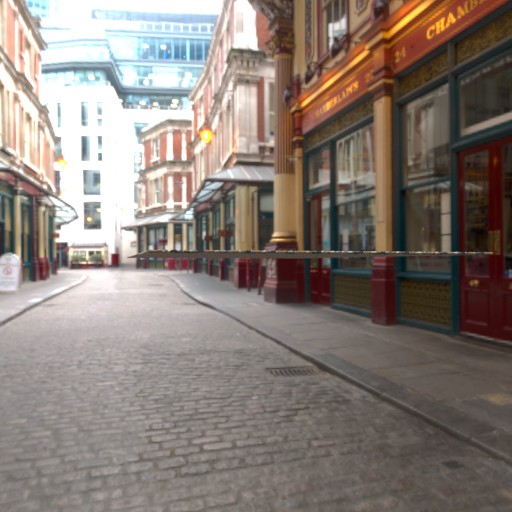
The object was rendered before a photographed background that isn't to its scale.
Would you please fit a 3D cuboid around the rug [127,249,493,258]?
[{"bbox_3d":[0.000,0.000,2.285,1.230,0.008,1.827,0,-1,-18],"label":"rug"}]
